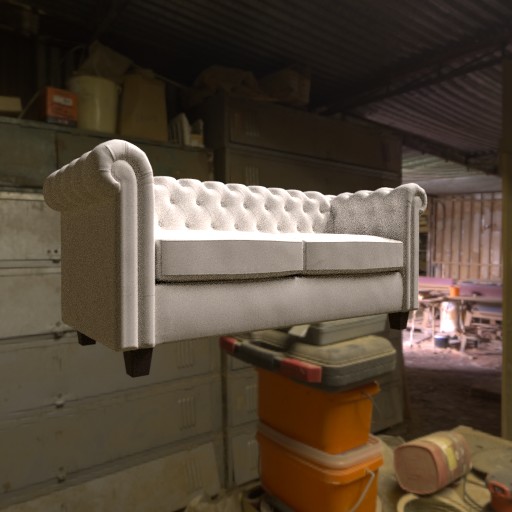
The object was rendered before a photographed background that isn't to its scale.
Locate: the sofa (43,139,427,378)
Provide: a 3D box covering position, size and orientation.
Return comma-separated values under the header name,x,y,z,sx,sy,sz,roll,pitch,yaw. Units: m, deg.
name,x,y,z,sx,sy,sz,roll,pitch,yaw
sofa,0.000,0.000,2.201,1.798,0.796,0.771,-1,1,-36
